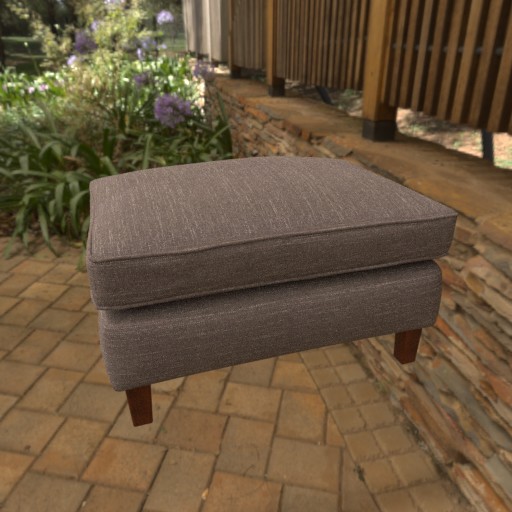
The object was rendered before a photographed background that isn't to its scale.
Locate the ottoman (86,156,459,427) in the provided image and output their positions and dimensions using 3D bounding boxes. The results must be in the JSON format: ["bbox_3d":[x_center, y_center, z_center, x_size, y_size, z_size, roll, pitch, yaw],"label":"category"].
[{"bbox_3d":[0.000,0.000,0.999,0.686,0.406,0.508,-8,26,-16],"label":"ottoman"}]
